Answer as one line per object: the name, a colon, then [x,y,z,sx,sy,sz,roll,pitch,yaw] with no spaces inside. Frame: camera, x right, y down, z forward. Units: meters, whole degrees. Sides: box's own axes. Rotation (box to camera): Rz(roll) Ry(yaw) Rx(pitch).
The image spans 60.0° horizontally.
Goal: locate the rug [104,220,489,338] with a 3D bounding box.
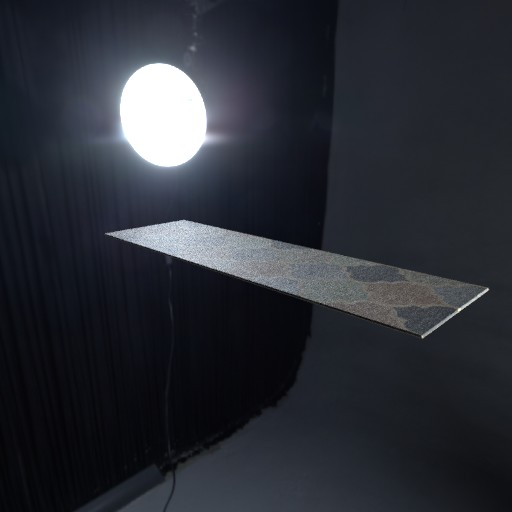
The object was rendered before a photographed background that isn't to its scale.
rug: [0.000,0.000,2.545,2.287,0.011,0.687,15,21,42]
